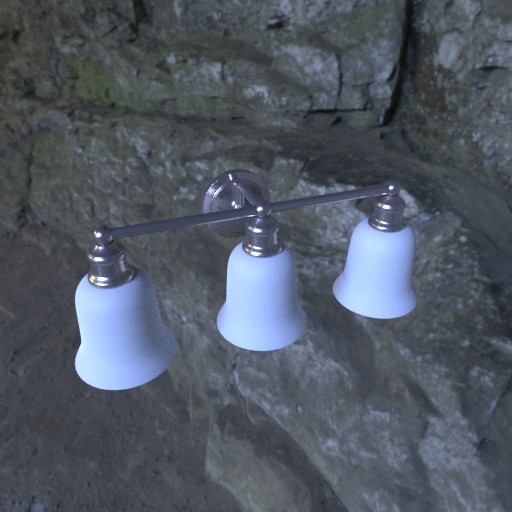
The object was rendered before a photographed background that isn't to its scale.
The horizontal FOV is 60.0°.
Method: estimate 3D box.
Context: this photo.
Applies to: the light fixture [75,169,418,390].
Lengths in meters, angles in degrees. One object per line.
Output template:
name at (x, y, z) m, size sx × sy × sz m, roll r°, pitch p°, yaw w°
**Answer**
light fixture at (0.000, 0.000, 0.683) m, size 0.570 × 0.211 × 0.198 m, roll -11°, pitch 33°, yaw -17°
